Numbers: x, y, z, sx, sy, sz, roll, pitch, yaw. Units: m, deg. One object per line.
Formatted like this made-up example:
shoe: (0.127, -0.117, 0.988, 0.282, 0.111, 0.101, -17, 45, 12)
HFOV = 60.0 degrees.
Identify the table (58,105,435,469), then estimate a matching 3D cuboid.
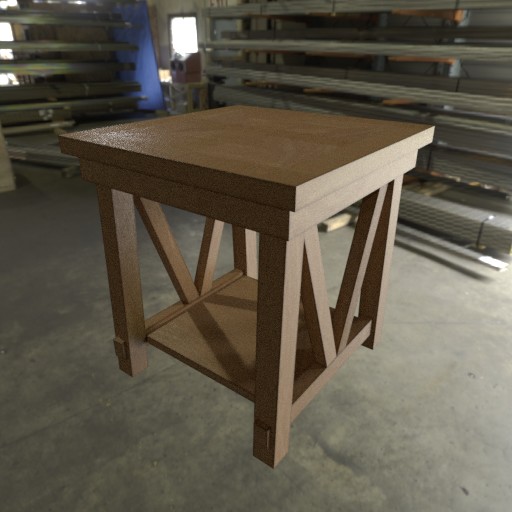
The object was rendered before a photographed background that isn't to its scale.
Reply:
table: (0.000, 0.000, 1.149, 0.610, 0.638, 0.612, 19, 32, 33)
